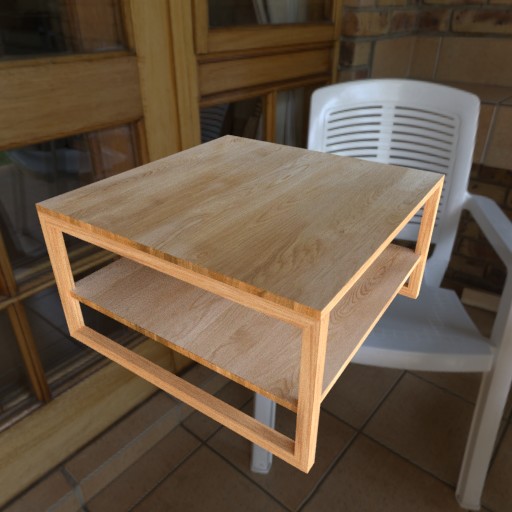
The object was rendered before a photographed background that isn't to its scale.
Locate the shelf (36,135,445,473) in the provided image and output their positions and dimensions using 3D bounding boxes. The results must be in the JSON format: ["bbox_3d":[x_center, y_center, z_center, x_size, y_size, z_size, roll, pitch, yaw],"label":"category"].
[{"bbox_3d":[0.000,0.000,1.476,0.899,0.480,0.899,19,35,29],"label":"shelf"}]
